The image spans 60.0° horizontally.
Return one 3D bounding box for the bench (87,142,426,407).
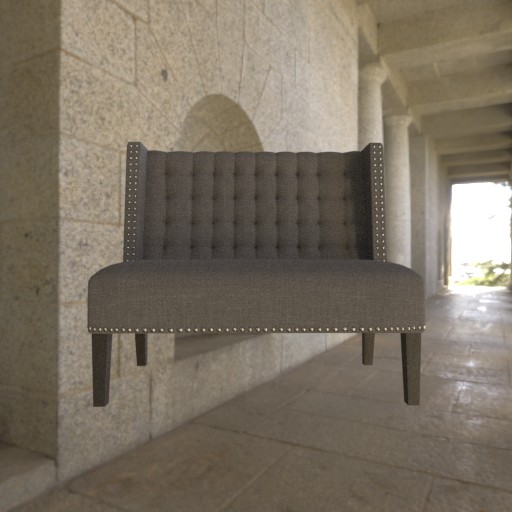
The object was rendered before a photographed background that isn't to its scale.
[{"bbox_3d":[0.000,0.000,2.018,1.276,1.121,0.842,0,-1,-1],"label":"bench"}]
